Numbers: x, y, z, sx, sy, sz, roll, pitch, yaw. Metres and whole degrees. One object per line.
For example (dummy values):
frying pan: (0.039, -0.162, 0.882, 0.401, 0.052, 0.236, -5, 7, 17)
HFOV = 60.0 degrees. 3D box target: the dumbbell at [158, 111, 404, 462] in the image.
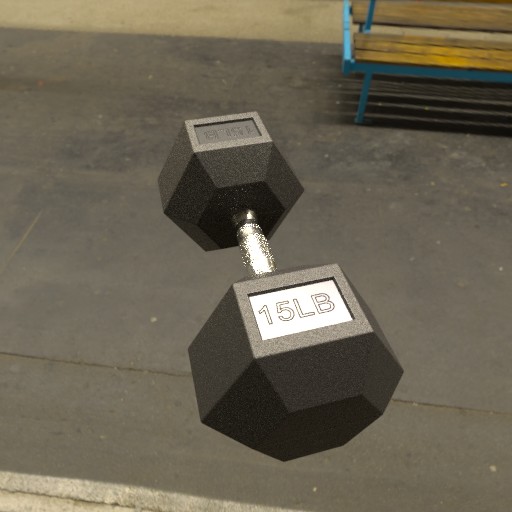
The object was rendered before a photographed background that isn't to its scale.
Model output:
dumbbell: (0.000, 0.000, 0.329, 0.122, 0.106, 0.271, -11, 47, -10)
